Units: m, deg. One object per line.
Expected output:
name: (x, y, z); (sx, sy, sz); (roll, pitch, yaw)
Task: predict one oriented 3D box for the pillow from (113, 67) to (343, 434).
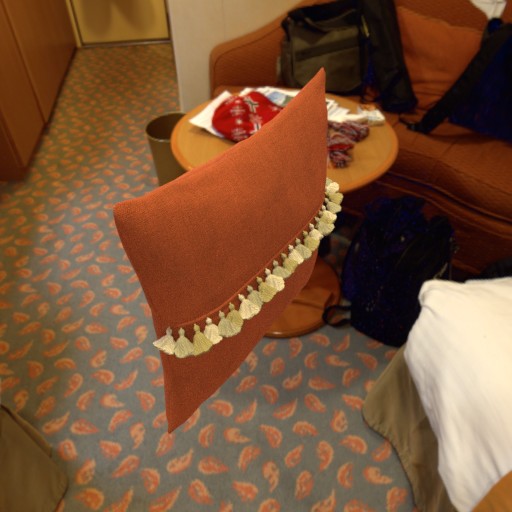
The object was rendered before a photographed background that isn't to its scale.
pillow: (0.000, 0.000, 0.746); (0.165, 0.482, 0.490); (24, 48, 24)
